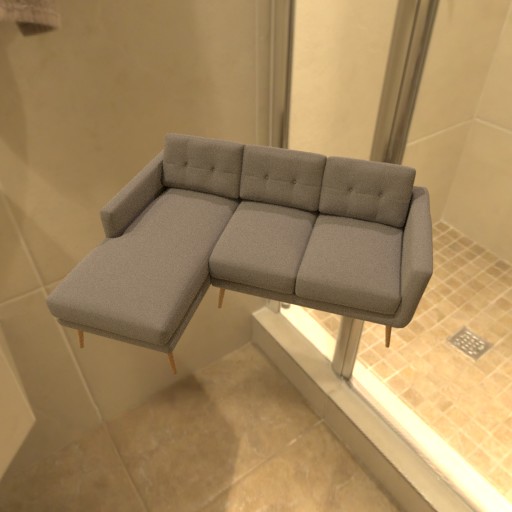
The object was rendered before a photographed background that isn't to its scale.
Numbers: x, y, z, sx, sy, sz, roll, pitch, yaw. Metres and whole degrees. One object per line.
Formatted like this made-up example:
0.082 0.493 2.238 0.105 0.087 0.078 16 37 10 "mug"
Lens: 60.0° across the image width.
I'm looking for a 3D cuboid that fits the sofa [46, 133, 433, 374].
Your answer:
0.000 0.000 2.810 2.040 0.860 1.530 11 41 13 "sofa"
